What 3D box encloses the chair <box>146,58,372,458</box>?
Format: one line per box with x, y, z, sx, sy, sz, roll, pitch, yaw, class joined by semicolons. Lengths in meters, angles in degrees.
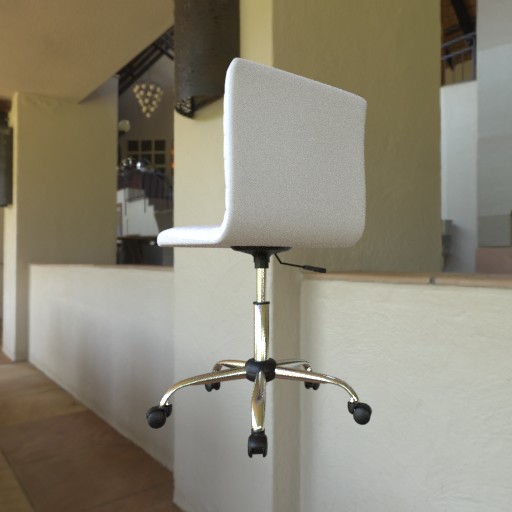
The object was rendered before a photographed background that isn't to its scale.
0.000;0.000;1.076;0.520;0.750;0.455;1;-1;-36;chair
